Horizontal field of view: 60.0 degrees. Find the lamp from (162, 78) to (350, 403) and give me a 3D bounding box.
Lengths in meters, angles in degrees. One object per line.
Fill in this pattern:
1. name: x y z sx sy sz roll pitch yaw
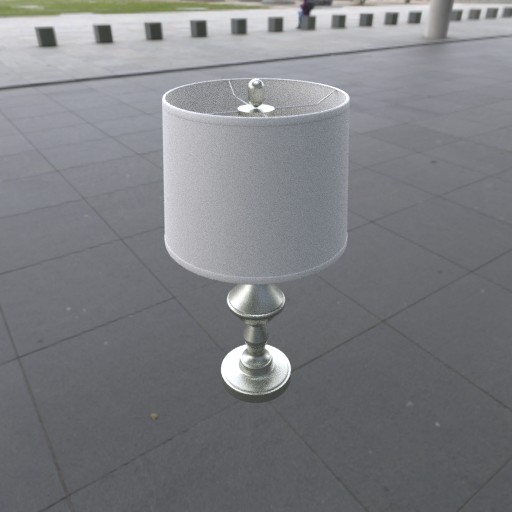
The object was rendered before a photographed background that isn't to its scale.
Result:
1. lamp: 0.000 0.000 0.974 0.383 0.733 0.383 0 31 0
